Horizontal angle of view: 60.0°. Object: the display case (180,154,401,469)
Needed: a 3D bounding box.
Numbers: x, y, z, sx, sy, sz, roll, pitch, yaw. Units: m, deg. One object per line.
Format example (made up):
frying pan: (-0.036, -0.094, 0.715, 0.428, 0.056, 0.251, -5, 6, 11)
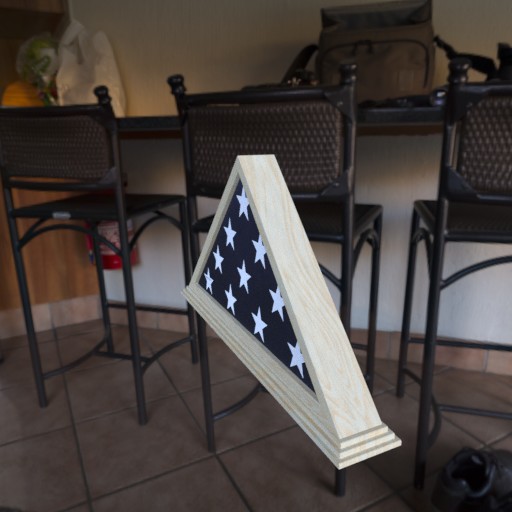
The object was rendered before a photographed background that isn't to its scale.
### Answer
display case: (0.000, 0.000, 0.765, 0.095, 0.340, 0.640, -8, 18, -25)
